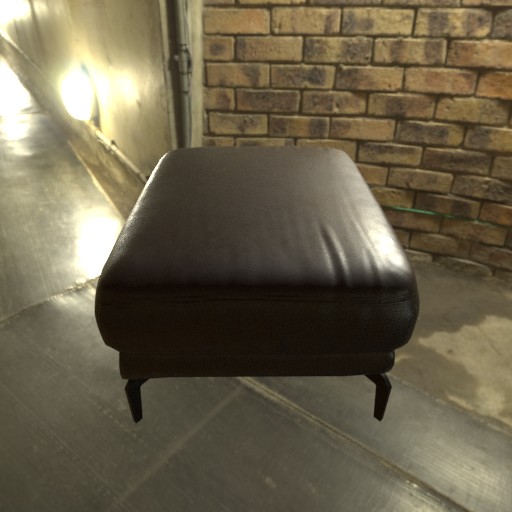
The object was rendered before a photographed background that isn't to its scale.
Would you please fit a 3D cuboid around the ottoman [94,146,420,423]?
[{"bbox_3d":[0.000,0.000,1.110,0.570,0.402,0.764,0,31,0],"label":"ottoman"}]
